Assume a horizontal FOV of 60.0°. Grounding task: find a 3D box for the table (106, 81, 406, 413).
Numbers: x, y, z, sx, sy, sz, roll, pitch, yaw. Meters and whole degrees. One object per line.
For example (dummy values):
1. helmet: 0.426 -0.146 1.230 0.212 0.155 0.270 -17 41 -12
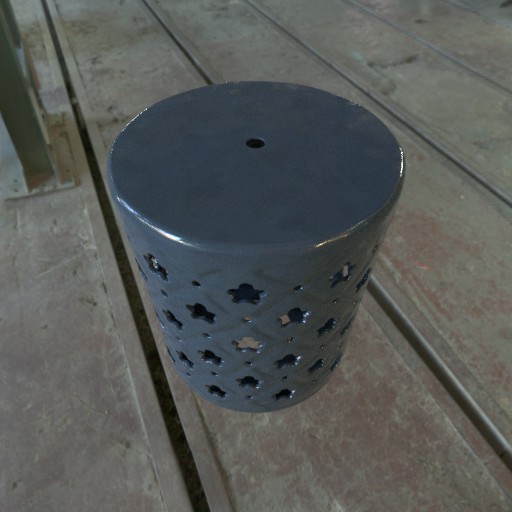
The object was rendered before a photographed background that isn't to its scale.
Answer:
1. table: 0.000 0.000 0.661 0.352 0.387 0.352 0 46 0
